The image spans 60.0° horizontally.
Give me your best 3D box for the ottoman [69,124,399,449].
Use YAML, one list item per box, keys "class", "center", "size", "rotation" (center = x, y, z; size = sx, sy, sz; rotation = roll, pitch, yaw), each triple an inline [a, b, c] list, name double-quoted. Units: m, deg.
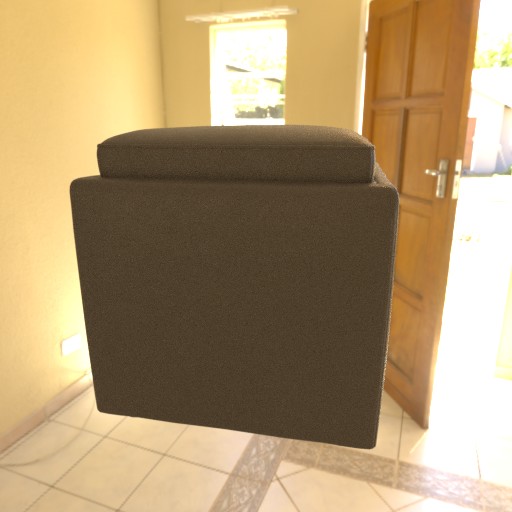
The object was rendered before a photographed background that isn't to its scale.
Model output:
- class: "ottoman"
  center: [0.000, 0.000, 0.810]
  size: [0.450, 0.460, 0.451]
  rotation: [3, 16, 11]
